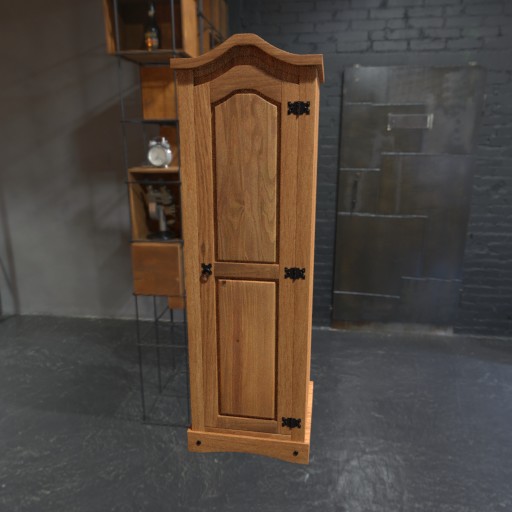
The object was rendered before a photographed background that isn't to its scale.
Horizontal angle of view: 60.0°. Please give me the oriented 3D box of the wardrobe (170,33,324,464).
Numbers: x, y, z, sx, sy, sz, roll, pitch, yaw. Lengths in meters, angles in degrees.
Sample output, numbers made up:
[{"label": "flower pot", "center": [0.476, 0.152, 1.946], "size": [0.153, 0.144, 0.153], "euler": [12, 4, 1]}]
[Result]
[{"label": "wardrobe", "center": [0.000, 0.000, 2.172], "size": [0.590, 1.870, 0.570], "euler": [2, 15, 9]}]
